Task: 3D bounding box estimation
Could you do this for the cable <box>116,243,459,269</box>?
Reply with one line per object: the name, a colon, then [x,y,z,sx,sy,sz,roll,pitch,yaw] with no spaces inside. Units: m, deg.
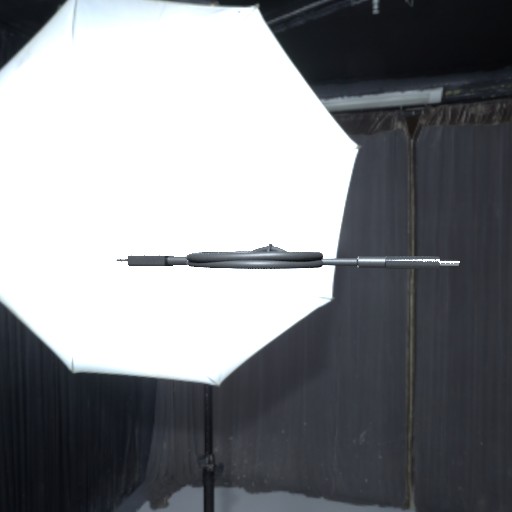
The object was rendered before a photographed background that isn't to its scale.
cable: [0.000,0.000,0.221,0.192,0.014,0.070,0,1,17]
